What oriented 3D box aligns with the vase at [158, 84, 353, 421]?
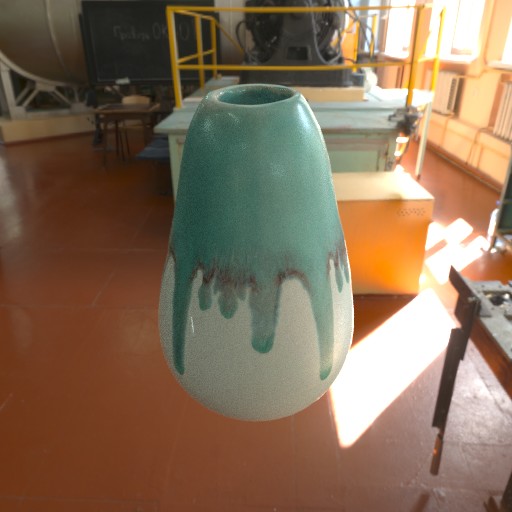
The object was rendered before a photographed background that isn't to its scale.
[{"bbox_3d":[0.000,0.000,0.252,0.116,0.179,0.116,0,26,0],"label":"vase"}]
